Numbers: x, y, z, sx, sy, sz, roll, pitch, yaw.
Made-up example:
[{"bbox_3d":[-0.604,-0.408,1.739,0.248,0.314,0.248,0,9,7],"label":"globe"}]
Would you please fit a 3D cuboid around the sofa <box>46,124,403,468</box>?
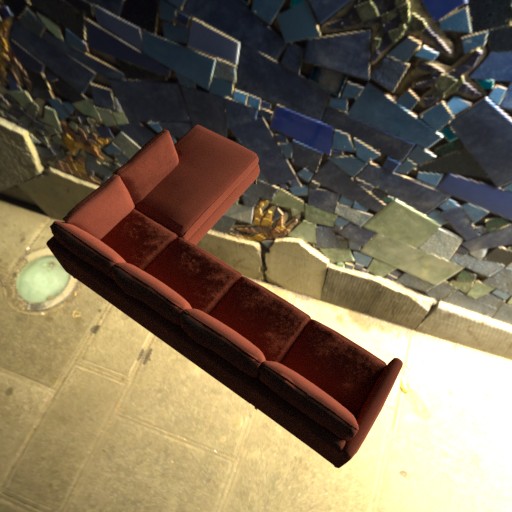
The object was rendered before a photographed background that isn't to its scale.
[{"bbox_3d":[0.000,0.000,3.576,2.736,0.757,1.879,31,63,18],"label":"sofa"}]
